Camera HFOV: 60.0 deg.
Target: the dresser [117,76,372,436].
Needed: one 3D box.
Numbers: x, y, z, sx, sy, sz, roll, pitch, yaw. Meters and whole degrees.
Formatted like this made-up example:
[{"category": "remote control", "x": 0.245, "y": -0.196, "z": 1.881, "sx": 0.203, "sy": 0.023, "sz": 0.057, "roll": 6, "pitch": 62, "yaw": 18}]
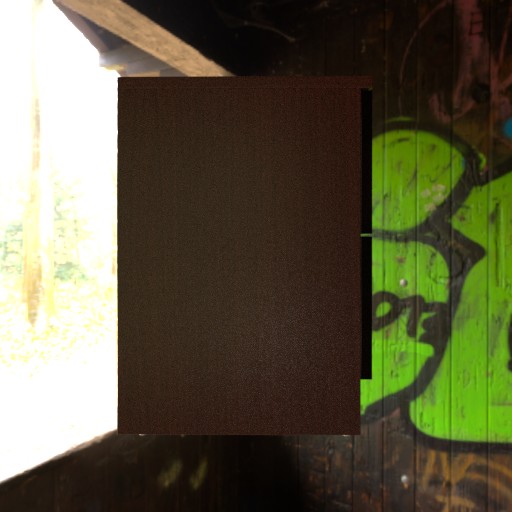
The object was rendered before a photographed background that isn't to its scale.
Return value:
[{"category": "dresser", "x": 0.000, "y": 0.000, "z": 0.778, "sx": 0.360, "sy": 0.470, "sz": 0.400, "roll": 0, "pitch": 0, "yaw": 1}]
